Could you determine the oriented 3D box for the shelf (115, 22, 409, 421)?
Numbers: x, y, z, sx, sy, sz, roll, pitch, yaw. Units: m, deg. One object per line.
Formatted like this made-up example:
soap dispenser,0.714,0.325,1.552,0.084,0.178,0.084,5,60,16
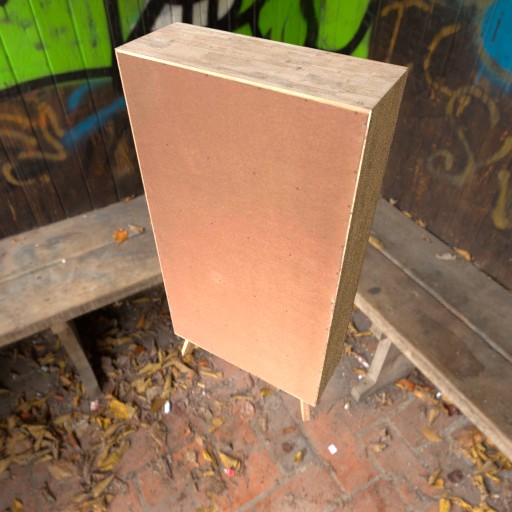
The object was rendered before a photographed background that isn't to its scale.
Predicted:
shelf,0.000,0.000,1.694,0.748,1.471,0.308,22,48,22
